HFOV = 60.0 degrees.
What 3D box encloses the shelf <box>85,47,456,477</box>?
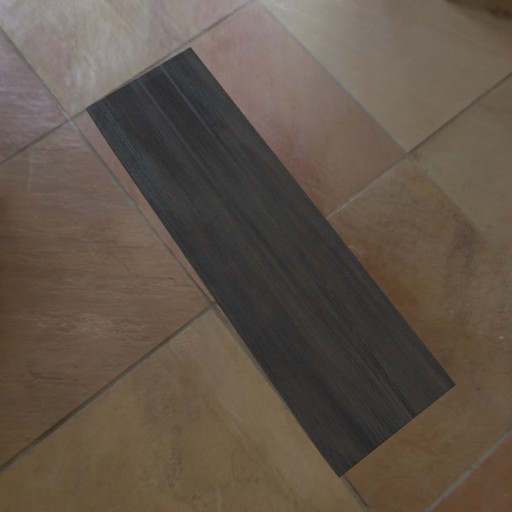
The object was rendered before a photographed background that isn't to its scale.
[{"bbox_3d":[0.000,0.000,1.525,0.400,0.495,1.300,-34,78,-8],"label":"shelf"}]
